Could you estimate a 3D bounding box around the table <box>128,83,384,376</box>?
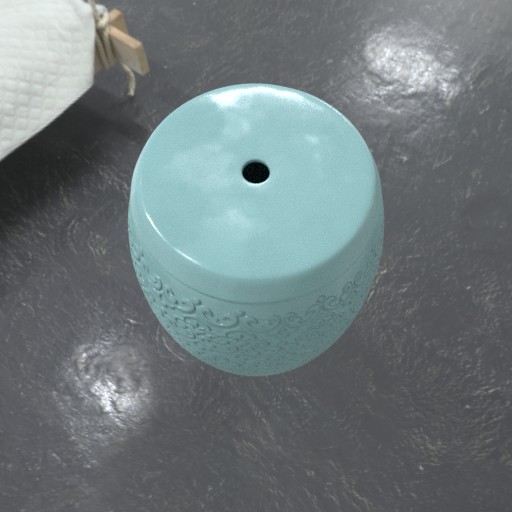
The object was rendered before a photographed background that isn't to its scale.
[{"bbox_3d":[0.000,0.000,0.607,0.309,0.397,0.309,0,65,0],"label":"table"}]
